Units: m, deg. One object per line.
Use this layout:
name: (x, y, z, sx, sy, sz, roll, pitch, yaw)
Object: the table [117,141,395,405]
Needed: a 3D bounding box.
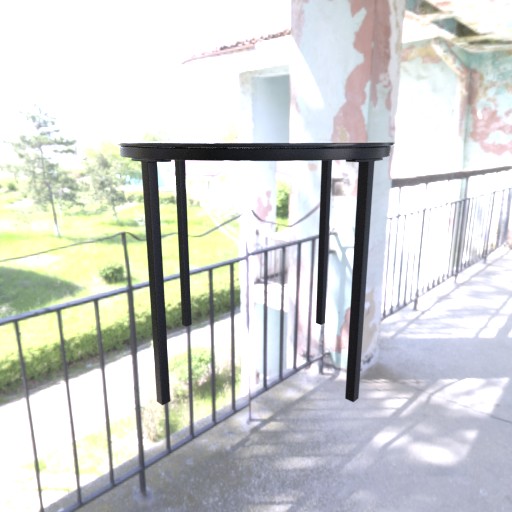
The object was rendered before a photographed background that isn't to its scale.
table: (0.000, 0.000, 0.888, 0.499, 0.443, 0.499, 0, 15, 0)
